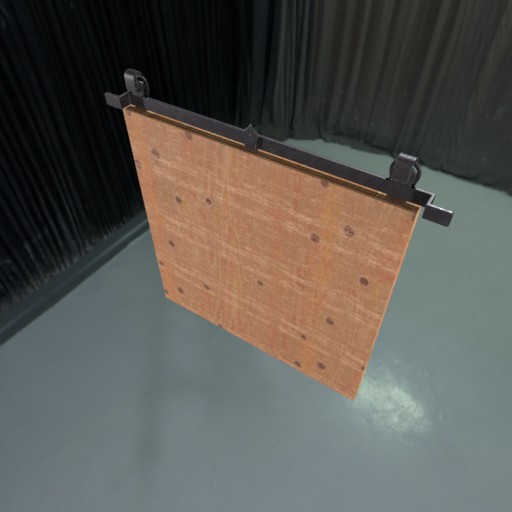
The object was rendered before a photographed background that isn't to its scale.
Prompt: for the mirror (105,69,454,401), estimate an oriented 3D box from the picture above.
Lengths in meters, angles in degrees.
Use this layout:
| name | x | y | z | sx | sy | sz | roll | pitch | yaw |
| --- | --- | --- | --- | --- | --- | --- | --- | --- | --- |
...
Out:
| name | x | y | z | sx | sy | sz | roll | pitch | yaw |
| --- | --- | --- | --- | --- | --- | --- | --- | --- | --- |
| mirror | 0.000 | 0.000 | 1.139 | 0.805 | 0.800 | 0.054 | 25 | 51 | 22 |
